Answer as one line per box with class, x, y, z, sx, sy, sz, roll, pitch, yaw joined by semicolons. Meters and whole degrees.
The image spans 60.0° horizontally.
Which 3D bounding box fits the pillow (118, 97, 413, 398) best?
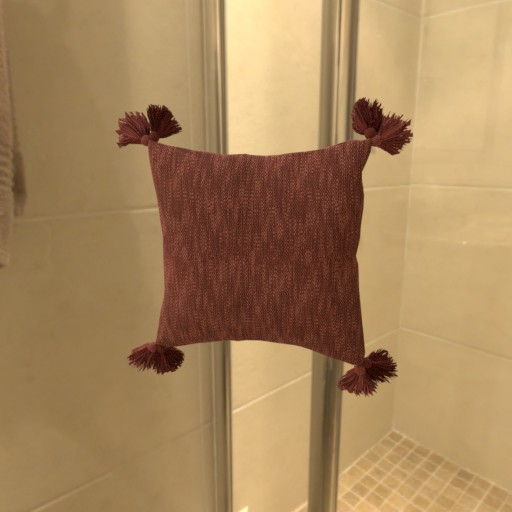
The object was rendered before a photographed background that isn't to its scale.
pillow;0.000;0.000;0.968;0.641;0.659;0.138;2;13;9
